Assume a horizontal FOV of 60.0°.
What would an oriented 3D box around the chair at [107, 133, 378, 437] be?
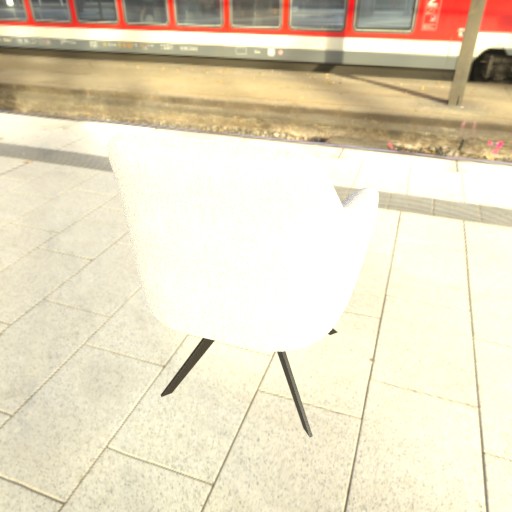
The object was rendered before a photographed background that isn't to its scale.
[{"bbox_3d":[0.000,0.000,1.314,0.642,0.874,0.677,10,34,15],"label":"chair"}]
